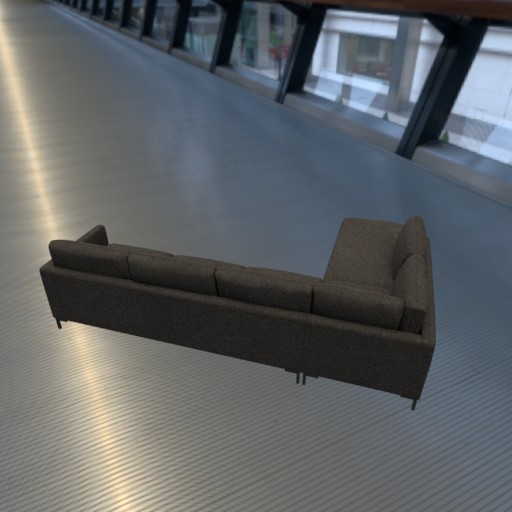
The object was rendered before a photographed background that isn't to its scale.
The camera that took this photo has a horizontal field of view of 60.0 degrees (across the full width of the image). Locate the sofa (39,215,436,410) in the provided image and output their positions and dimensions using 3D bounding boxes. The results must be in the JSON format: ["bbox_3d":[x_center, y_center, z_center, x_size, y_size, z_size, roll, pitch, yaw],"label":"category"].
[{"bbox_3d":[0.000,0.000,3.958,2.949,0.815,2.007,9,32,15],"label":"sofa"}]
